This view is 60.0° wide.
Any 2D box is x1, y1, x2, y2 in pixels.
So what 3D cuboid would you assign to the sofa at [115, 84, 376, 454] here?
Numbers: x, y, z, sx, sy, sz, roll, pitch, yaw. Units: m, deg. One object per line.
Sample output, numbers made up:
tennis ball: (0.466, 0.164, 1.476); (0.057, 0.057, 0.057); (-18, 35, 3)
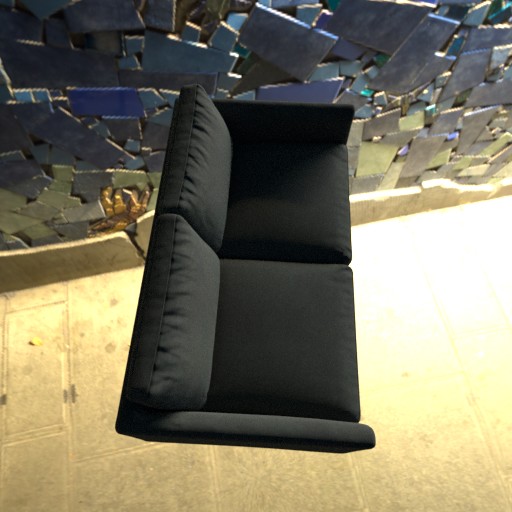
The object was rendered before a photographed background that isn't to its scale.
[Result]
sofa: (0.000, 0.000, 2.425); (1.091, 0.845, 1.909); (3, 63, 1)
